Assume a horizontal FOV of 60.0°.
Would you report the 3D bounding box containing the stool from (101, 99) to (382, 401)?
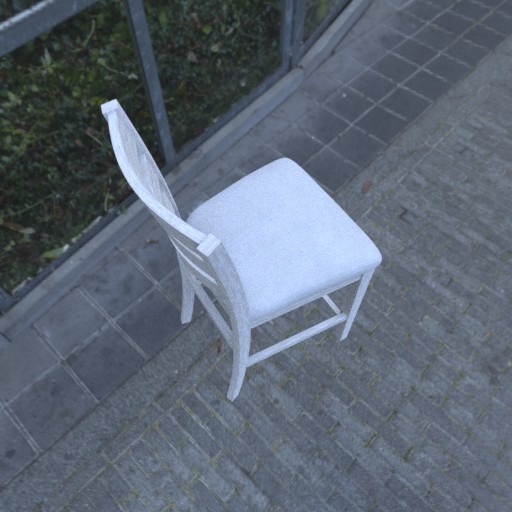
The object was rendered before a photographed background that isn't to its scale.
[{"bbox_3d":[0.000,0.000,1.324,0.569,1.032,0.484,-29,62,-17],"label":"stool"}]
